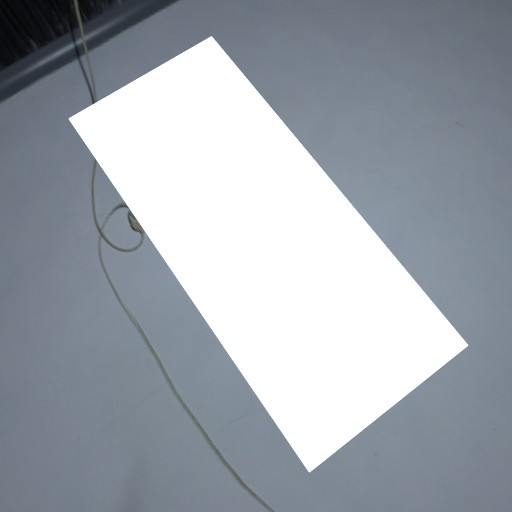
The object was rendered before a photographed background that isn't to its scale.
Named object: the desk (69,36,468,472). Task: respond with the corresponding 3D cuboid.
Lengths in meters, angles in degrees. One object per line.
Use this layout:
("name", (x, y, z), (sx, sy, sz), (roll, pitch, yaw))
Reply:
("desk", (0.000, 0.000, 1.735), (0.589, 0.762, 1.313), (-34, 77, -9))
